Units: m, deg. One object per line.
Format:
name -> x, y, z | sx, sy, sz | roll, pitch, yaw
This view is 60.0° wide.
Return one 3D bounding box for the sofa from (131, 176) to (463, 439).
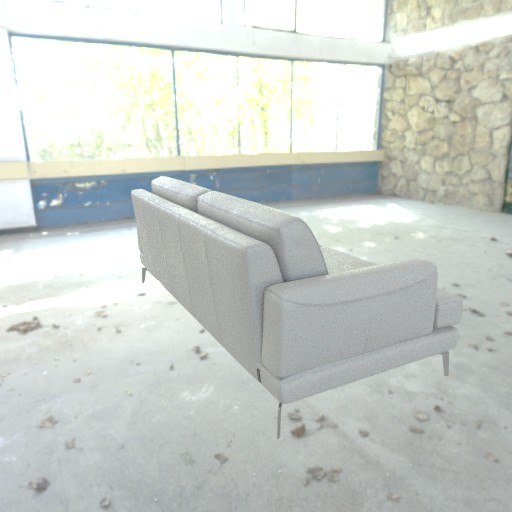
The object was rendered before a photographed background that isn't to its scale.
sofa -> 0.000, 0.000, 2.448 | 0.974, 0.765, 1.940 | -8, 18, -27
